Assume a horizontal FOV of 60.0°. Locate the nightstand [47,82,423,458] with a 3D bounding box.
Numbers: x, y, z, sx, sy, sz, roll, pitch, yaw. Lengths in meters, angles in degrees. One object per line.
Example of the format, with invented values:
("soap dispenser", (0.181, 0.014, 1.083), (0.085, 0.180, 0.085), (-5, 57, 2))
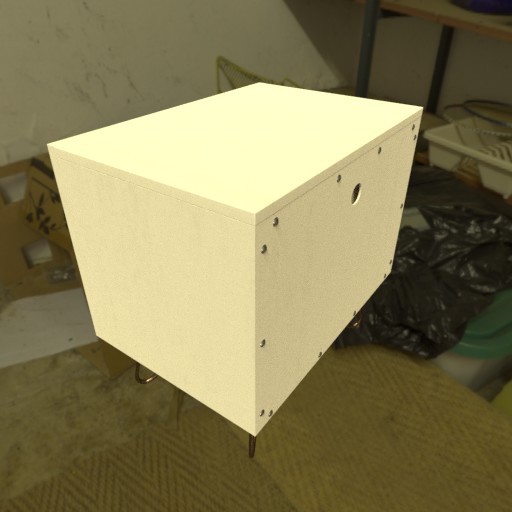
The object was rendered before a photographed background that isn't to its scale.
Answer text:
("nightstand", (0.000, 0.000, 1.011), (0.447, 0.604, 0.614), (21, 38, 30))
